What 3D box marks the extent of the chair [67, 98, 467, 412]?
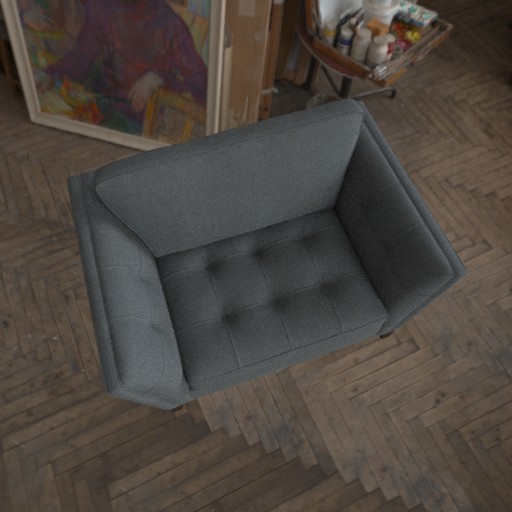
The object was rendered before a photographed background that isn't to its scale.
[{"bbox_3d":[0.000,0.000,2.065,1.396,0.942,0.965,-17,65,-8],"label":"chair"}]
